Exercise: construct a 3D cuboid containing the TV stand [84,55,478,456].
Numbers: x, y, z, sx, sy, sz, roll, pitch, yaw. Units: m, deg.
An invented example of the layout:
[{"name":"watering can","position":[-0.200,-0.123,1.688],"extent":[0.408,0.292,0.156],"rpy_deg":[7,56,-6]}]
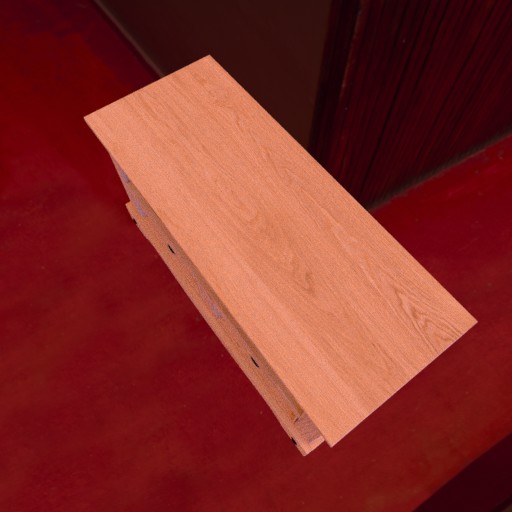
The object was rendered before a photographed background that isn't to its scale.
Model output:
[{"name":"TV stand","position":[0.000,0.000,1.374],"extent":[0.440,0.550,1.080],"rpy_deg":[-34,68,-15]}]
